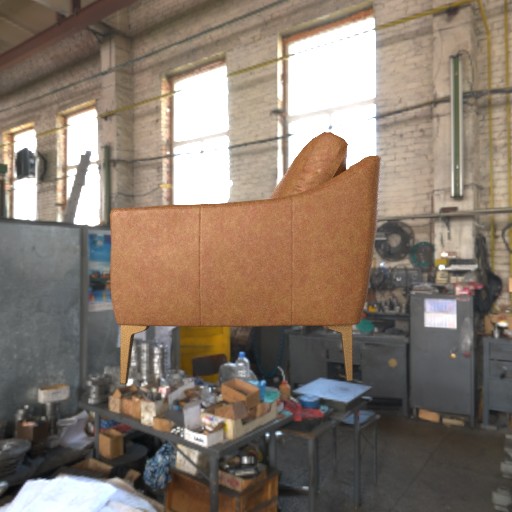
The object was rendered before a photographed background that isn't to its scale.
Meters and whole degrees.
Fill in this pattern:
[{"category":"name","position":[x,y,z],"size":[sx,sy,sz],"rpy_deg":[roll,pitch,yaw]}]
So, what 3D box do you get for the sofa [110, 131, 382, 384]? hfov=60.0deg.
[{"category":"sofa","position":[0.000,0.000,2.531],"size":[0.981,0.945,2.036],"rpy_deg":[0,-1,2]}]
